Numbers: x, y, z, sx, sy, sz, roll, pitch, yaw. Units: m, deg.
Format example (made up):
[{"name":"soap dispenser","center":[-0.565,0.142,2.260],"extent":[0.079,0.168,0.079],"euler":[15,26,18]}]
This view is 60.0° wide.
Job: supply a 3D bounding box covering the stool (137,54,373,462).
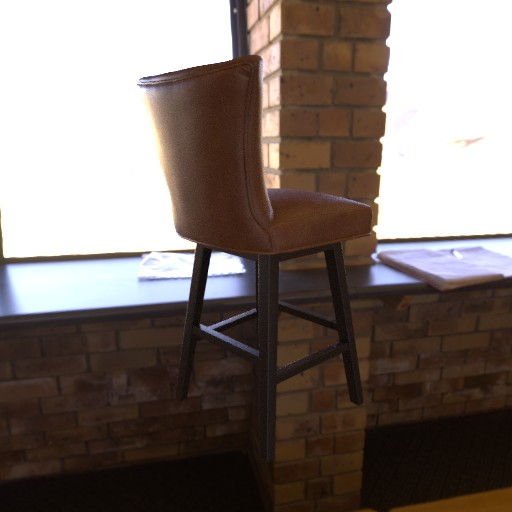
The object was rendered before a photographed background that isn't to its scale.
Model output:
[{"name":"stool","center":[0.000,0.000,1.439],"extent":[0.585,1.094,0.522],"euler":[-13,19,-43]}]
